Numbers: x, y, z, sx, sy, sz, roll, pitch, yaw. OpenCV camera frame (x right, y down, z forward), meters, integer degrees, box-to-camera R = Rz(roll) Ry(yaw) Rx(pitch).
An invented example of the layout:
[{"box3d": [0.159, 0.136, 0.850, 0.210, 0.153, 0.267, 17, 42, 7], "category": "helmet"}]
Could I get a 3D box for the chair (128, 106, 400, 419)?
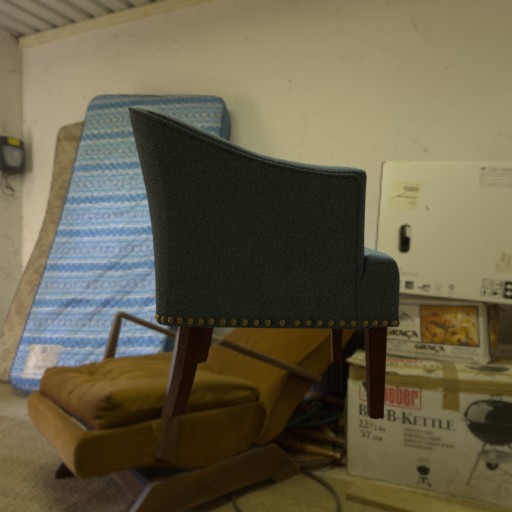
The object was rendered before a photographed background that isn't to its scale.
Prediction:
[{"box3d": [0.000, 0.000, 1.402, 0.704, 0.815, 0.772, 0, 0, 0], "category": "chair"}]
